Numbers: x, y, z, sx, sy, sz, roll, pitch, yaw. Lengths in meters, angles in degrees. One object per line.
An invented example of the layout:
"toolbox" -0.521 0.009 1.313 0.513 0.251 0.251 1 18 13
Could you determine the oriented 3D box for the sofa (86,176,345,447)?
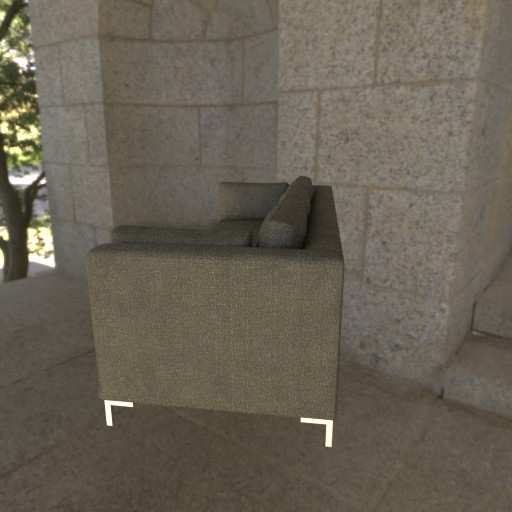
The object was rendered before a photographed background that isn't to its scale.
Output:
"sofa" 0.000 0.000 2.811 0.969 0.867 2.415 2 15 8
